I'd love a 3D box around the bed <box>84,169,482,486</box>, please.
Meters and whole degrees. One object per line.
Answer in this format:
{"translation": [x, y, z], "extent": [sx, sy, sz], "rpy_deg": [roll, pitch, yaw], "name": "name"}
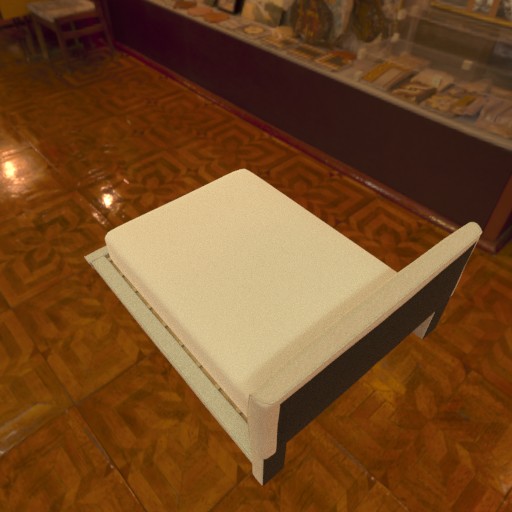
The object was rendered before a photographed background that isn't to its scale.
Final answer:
{"translation": [0.000, 0.000, 3.328], "extent": [1.840, 1.067, 2.368], "rpy_deg": [-31, 53, -27], "name": "bed"}
